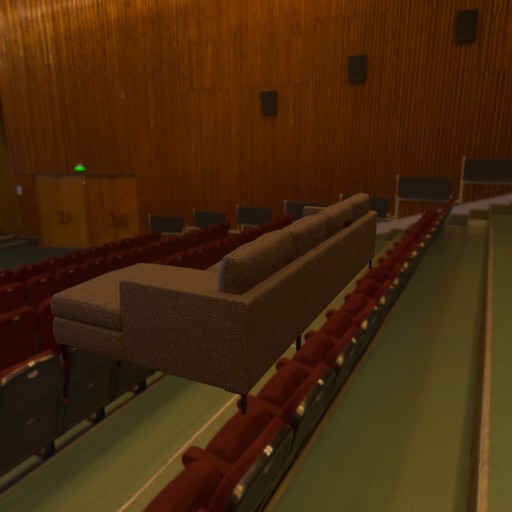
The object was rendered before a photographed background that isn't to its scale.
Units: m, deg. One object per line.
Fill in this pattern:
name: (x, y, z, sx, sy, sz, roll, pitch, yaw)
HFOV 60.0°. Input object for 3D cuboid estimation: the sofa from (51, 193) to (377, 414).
sofa: (0.000, 0.000, 3.982, 1.483, 0.892, 3.221, 7, 17, 26)
